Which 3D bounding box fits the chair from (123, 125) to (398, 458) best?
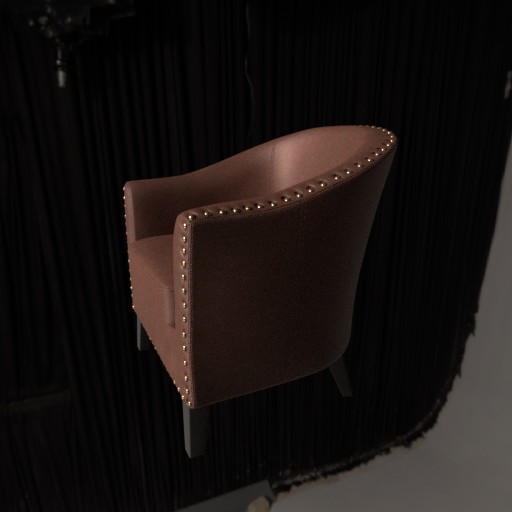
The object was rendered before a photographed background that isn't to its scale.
[{"bbox_3d":[0.000,0.000,1.445,0.748,0.823,0.794,-7,17,-24],"label":"chair"}]
